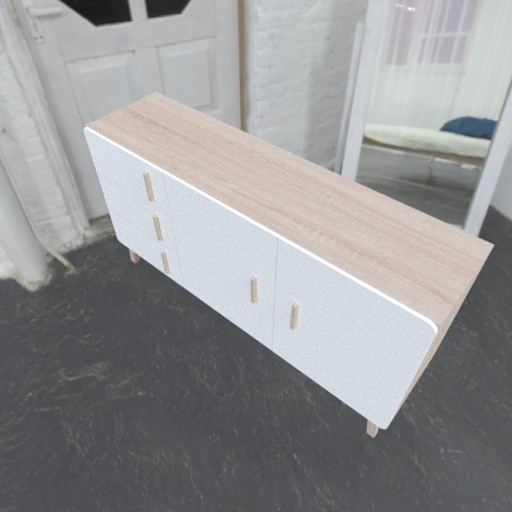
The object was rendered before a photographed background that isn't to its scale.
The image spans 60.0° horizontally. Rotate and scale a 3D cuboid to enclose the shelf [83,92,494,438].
[{"bbox_3d":[0.000,0.000,1.806,1.490,0.780,0.400,31,54,26],"label":"shelf"}]
